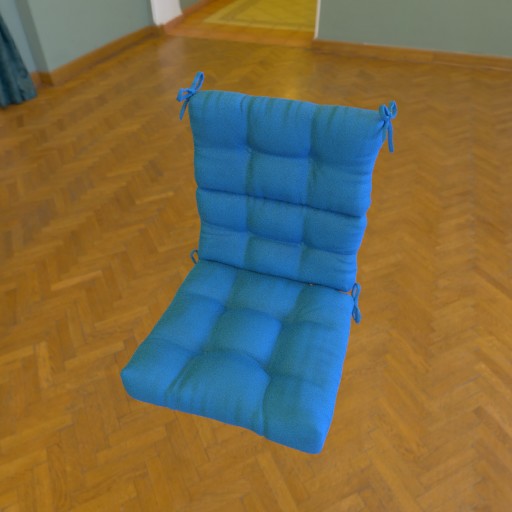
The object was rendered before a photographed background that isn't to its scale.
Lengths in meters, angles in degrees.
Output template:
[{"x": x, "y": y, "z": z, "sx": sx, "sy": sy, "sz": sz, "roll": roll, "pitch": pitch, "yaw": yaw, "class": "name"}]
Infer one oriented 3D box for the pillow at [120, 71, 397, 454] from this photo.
[{"x": 0.000, "y": 0.000, "z": 1.008, "sx": 0.519, "sy": 0.605, "sz": 0.571, "roll": 12, "pitch": 42, "yaw": 14, "class": "pillow"}]
